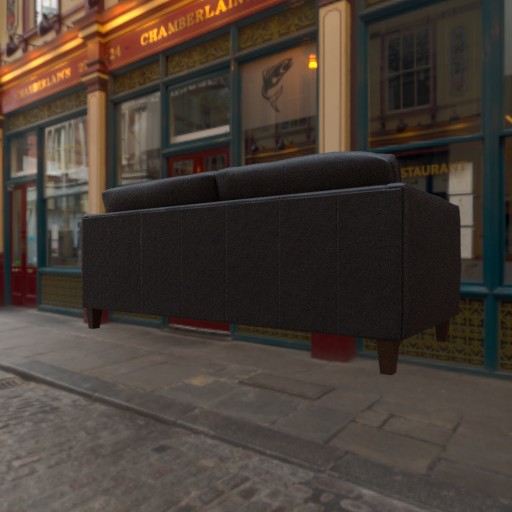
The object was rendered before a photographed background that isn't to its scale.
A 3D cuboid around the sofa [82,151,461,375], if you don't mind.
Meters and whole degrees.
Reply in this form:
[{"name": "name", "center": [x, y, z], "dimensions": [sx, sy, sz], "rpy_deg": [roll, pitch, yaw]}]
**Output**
[{"name": "sofa", "center": [0.000, 0.000, 2.472], "dimensions": [1.971, 0.863, 0.933], "rpy_deg": [0, -1, 36]}]
